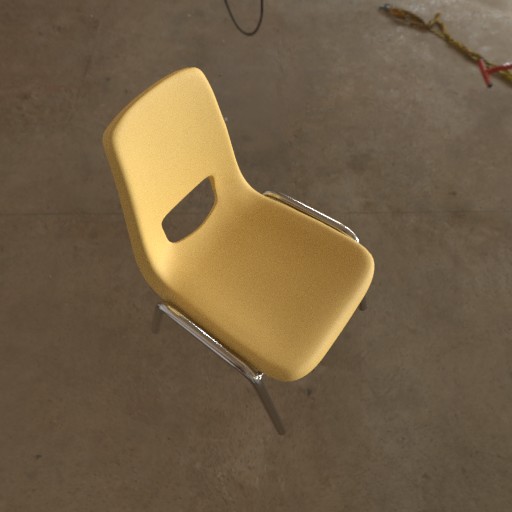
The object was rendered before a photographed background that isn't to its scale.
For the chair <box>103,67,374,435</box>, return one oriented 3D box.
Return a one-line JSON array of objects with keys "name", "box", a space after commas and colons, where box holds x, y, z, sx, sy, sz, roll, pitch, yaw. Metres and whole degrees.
[{"name": "chair", "box": [0.000, 0.000, 0.791, 0.385, 0.536, 0.354, 31, 63, 18]}]
